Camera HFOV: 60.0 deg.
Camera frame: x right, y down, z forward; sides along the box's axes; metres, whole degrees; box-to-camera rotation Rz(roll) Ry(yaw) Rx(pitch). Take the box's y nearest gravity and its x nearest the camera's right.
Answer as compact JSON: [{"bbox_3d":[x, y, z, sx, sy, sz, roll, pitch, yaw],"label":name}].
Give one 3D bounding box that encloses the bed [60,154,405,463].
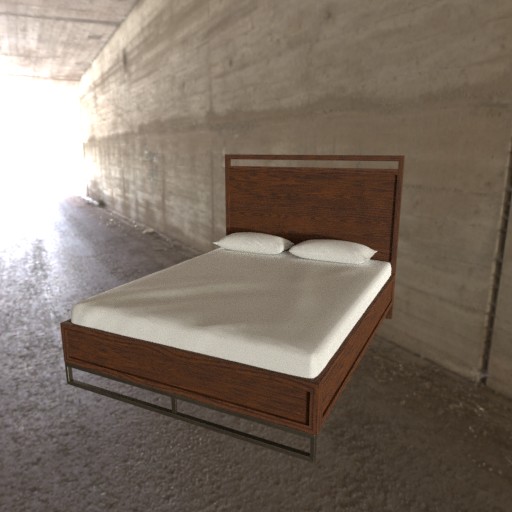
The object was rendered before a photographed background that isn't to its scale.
[{"bbox_3d":[0.000,0.000,3.406,1.765,1.487,2.218,7,15,26],"label":"bed"}]
